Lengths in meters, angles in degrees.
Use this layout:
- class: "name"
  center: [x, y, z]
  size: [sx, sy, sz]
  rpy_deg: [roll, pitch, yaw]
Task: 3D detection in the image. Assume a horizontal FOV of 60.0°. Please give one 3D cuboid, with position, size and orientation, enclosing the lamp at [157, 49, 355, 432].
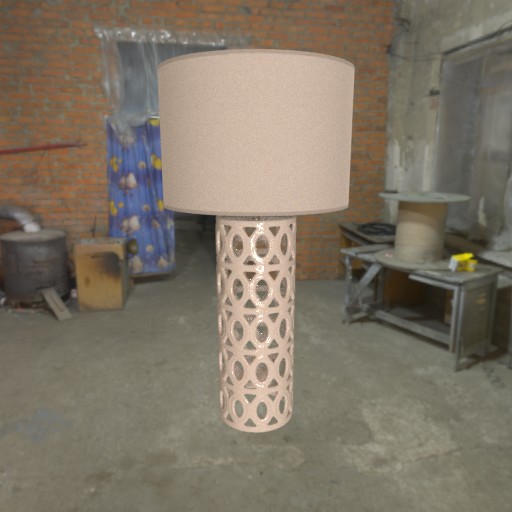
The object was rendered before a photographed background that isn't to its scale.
- class: "lamp"
  center: [0.000, 0.000, 0.817]
  size: [0.324, 0.636, 0.325]
  rpy_deg: [-12, 18, -43]
